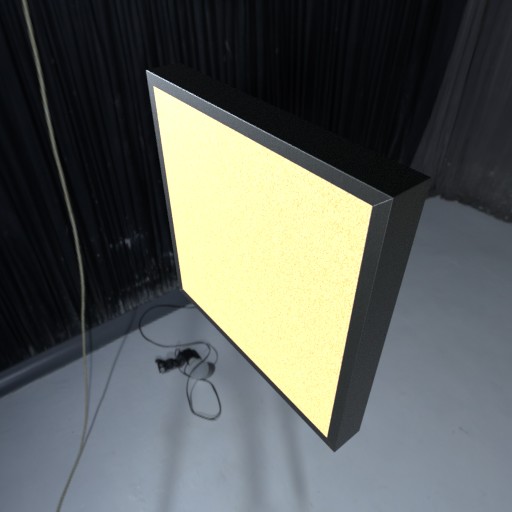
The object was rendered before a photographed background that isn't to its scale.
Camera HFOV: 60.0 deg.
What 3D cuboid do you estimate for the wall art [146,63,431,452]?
[{"bbox_3d":[0.000,0.000,0.455,0.038,0.304,0.304,-27,47,-29],"label":"wall art"}]
